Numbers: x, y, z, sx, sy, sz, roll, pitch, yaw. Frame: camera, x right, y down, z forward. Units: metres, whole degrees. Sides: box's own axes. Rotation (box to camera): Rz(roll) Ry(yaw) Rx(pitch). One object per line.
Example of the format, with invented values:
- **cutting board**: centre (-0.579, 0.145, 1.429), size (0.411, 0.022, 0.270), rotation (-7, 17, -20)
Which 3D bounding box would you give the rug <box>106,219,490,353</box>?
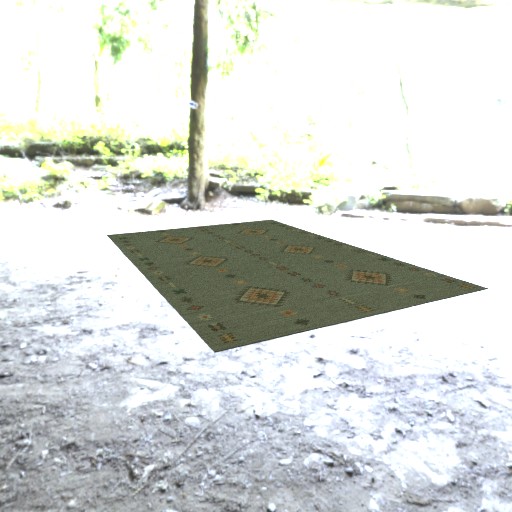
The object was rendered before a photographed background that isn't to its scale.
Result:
- **rug**: centre (0.000, 0.000, 2.328), size (1.217, 0.005, 1.818), rotation (-8, 17, -27)
